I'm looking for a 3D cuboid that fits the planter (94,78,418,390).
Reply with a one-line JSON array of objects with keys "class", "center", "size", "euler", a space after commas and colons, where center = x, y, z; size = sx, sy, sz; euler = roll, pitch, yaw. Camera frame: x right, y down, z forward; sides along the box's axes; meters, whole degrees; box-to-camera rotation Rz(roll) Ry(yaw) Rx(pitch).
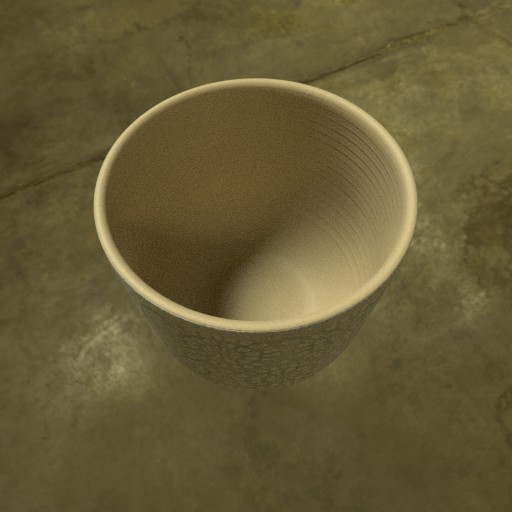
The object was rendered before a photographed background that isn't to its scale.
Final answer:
[{"class": "planter", "center": [0.000, 0.000, 0.299], "size": [0.169, 0.153, 0.169], "euler": [0, 59, 0]}]
